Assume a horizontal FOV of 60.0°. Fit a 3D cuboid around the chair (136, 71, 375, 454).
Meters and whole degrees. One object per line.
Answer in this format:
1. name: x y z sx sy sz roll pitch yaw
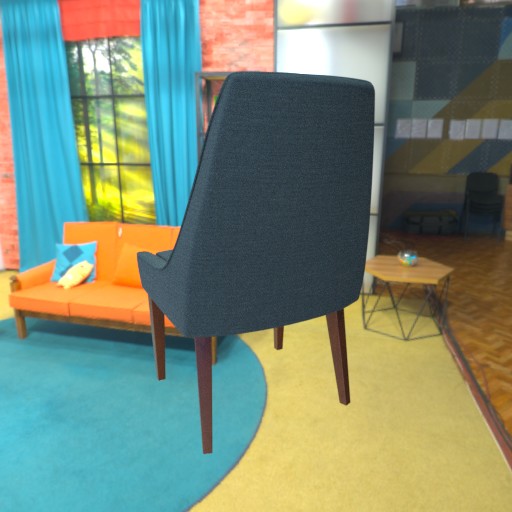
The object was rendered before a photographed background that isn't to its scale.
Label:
1. chair: 0.000 0.000 1.199 0.529 0.861 0.544 -8 17 -27
